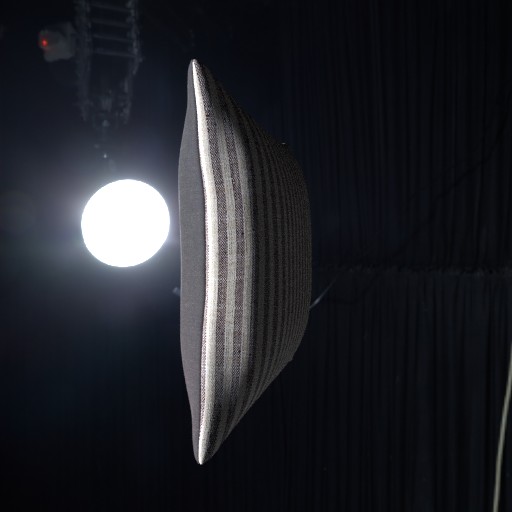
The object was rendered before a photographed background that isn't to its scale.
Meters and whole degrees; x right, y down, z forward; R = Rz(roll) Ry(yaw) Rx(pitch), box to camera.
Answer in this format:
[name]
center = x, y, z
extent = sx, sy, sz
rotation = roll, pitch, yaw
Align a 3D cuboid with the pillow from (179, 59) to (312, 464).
[pillow]
center = 0.000, 0.000, 0.794
extent = 0.166, 0.506, 0.523
rotation = 1, 2, 17
